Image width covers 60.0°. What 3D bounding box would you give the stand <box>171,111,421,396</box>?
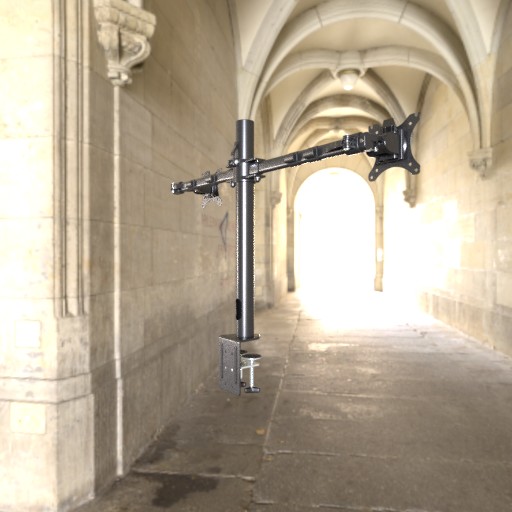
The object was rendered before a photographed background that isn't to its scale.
[{"bbox_3d":[0.000,0.000,1.017,0.150,0.603,0.743,0,0,-37],"label":"stand"}]
